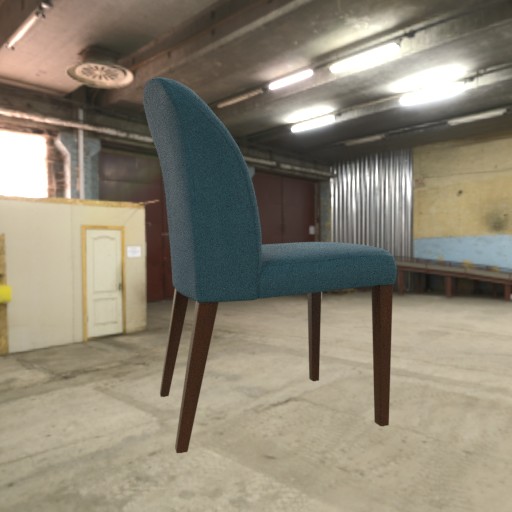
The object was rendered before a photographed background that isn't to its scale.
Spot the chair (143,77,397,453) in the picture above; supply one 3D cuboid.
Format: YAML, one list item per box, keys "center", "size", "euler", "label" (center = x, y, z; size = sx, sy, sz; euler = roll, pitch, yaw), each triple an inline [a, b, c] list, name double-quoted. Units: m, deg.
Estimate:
- center: [0.000, 0.000, 1.261]
  size: [0.620, 0.879, 0.507]
  euler: [0, 1, -17]
  label: "chair"
